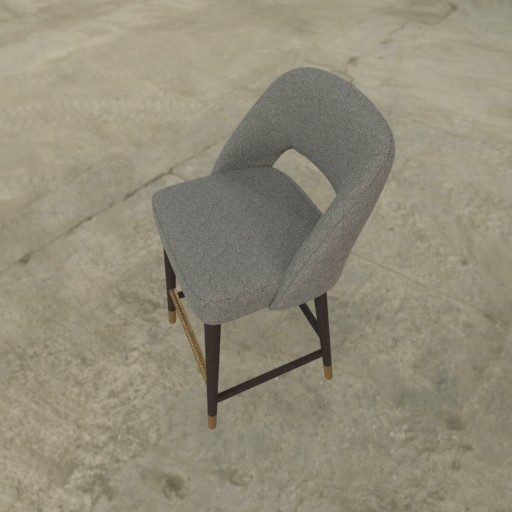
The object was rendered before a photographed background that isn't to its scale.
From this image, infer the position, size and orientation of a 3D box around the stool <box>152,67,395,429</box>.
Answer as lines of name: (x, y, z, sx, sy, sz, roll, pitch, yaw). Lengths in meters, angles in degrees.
stool: (0.000, 0.000, 1.283, 0.524, 0.925, 0.536, -18, 48, -16)
